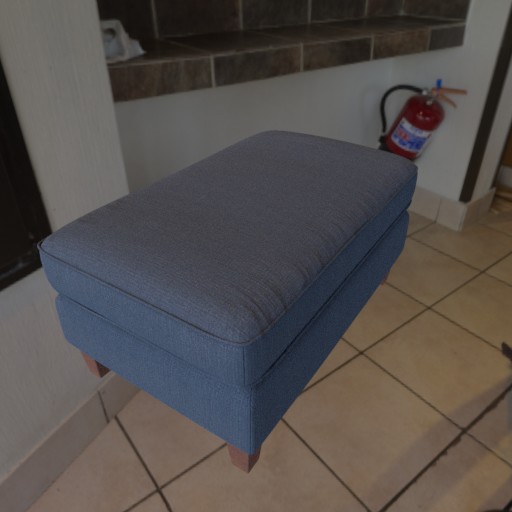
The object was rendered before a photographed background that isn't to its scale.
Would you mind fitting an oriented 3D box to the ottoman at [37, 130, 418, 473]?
[{"bbox_3d":[0.000,0.000,1.170,0.570,0.438,0.885,20,38,28],"label":"ottoman"}]
